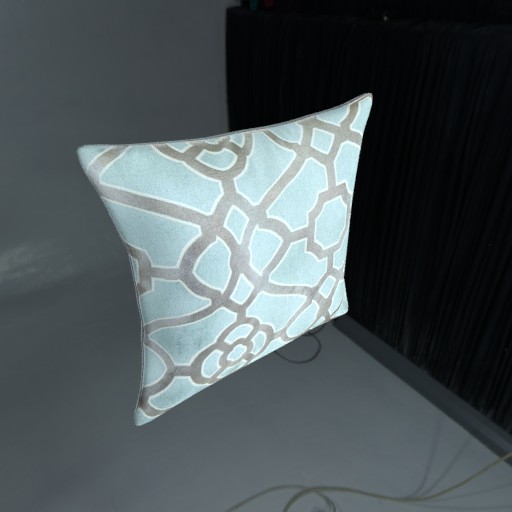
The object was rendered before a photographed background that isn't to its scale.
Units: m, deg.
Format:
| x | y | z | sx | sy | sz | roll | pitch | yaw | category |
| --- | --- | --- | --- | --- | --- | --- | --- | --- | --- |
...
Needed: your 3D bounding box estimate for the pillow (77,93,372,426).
| x | y | z | sx | sy | sz | roll | pitch | yaw | category |
| --- | --- | --- | --- | --- | --- | --- | --- | --- | --- |
| 0.000 | 0.000 | 0.814 | 0.552 | 0.508 | 0.166 | -21 | 37 | -31 | pillow |
